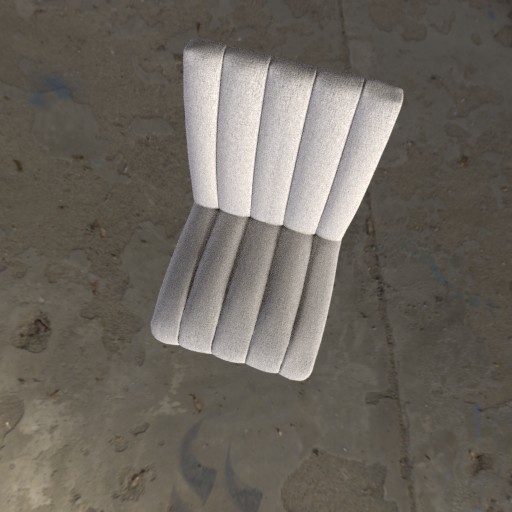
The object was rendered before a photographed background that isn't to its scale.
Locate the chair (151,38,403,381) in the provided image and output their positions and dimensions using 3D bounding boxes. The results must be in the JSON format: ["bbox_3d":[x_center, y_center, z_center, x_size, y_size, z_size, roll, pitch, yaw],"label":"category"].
[{"bbox_3d":[0.000,0.000,1.352,0.511,1.016,0.647,15,76,4],"label":"chair"}]
